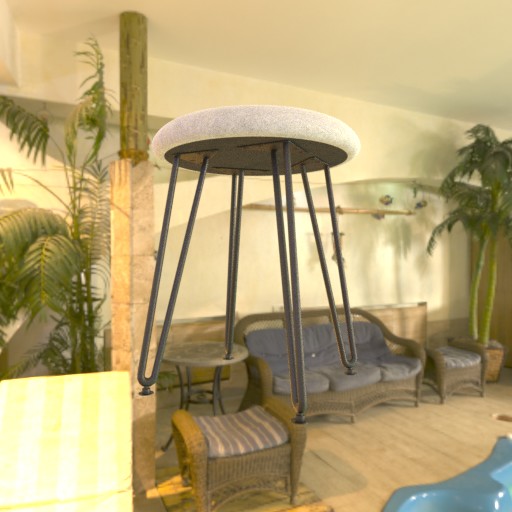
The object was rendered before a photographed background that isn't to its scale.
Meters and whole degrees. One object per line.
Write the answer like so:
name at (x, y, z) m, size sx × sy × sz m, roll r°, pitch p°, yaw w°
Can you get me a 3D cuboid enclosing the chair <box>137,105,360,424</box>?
chair at (0.000, 0.000, 0.674) m, size 0.350 × 0.386 × 0.350 m, roll 0°, pitch 0°, yaw -18°
